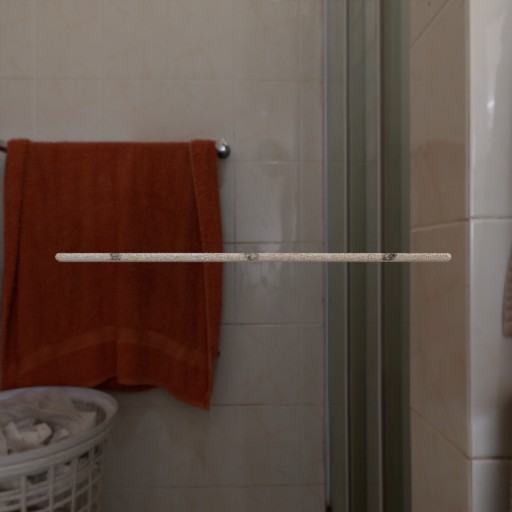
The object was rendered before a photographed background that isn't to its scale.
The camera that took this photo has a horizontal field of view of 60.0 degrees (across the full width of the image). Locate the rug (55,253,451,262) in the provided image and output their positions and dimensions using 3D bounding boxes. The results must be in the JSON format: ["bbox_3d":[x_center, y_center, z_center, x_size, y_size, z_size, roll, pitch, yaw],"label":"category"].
[{"bbox_3d":[0.000,0.000,2.126,1.200,0.025,1.600,0,0,1],"label":"rug"}]
